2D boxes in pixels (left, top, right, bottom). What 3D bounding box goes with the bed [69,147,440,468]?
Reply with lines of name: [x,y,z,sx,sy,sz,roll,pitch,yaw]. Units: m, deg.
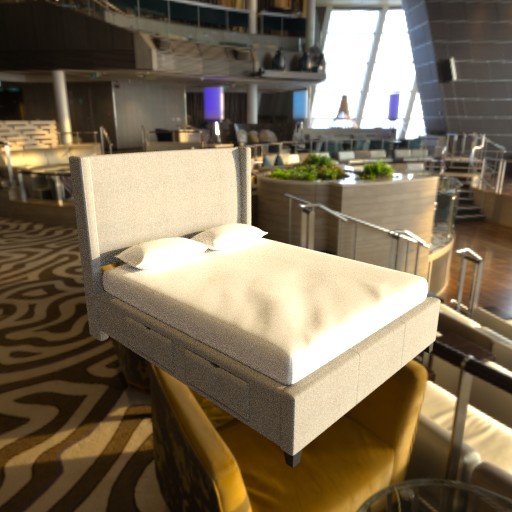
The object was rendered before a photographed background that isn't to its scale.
bed: [0.000,0.000,3.414,2.222,1.491,1.774,16,23,42]
